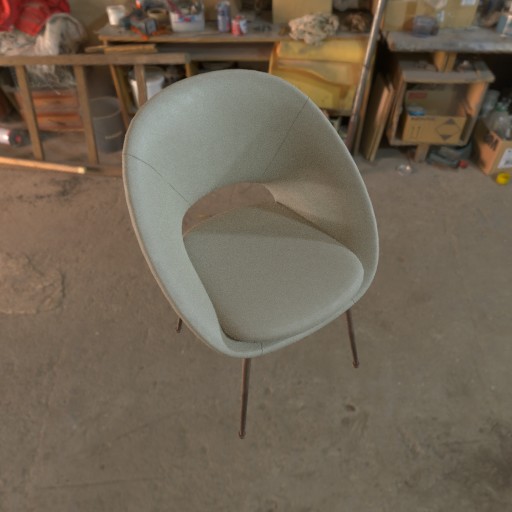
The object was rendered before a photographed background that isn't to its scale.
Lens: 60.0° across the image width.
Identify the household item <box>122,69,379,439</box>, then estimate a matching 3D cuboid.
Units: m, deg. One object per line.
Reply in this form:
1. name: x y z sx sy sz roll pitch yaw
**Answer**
1. household item: 0.000 0.000 1.266 0.623 0.852 0.573 -24 51 -22
